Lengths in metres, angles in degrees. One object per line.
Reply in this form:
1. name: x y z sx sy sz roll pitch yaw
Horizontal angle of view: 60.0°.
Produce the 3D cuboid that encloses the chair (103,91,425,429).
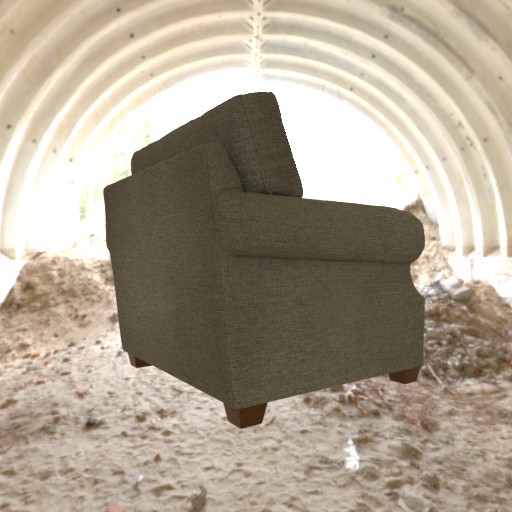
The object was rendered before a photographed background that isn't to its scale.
1. chair: 0.000 0.000 1.799 0.965 0.961 1.092 0 0 -35
